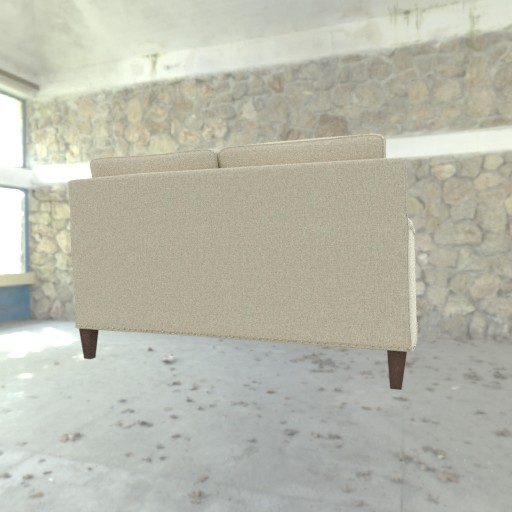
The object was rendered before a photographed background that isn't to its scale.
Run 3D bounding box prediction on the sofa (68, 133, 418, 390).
[{"bbox_3d":[0.000,0.000,2.322,1.597,1.003,1.084,0,1,19],"label":"sofa"}]
